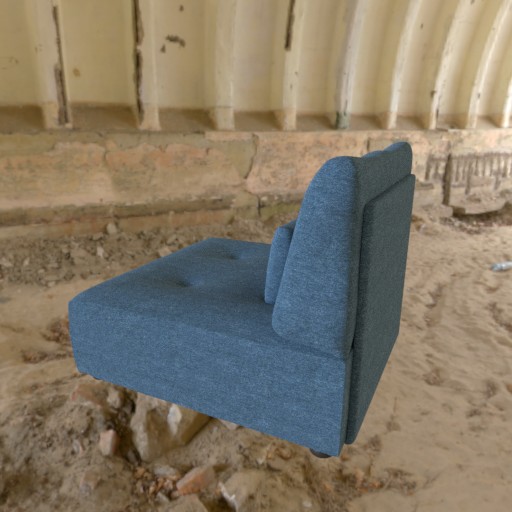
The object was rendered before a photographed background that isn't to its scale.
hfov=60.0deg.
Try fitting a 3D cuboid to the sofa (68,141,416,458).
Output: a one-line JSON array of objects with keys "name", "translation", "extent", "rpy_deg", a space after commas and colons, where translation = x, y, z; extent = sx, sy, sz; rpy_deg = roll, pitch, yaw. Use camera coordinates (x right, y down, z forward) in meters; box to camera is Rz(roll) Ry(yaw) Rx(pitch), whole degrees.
[{"name": "sofa", "translation": [0.000, 0.000, 1.672], "extent": [1.000, 0.820, 0.930], "rpy_deg": [8, 19, 25]}]
